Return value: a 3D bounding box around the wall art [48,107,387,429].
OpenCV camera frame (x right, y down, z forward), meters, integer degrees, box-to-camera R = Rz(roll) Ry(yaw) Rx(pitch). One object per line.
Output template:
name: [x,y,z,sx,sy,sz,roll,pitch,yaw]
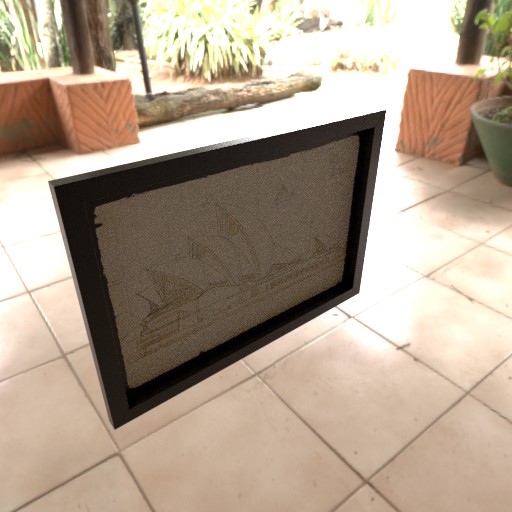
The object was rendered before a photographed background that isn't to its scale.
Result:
wall art: [0.000,0.000,0.848,0.657,0.458,0.027,-22,38,-32]
